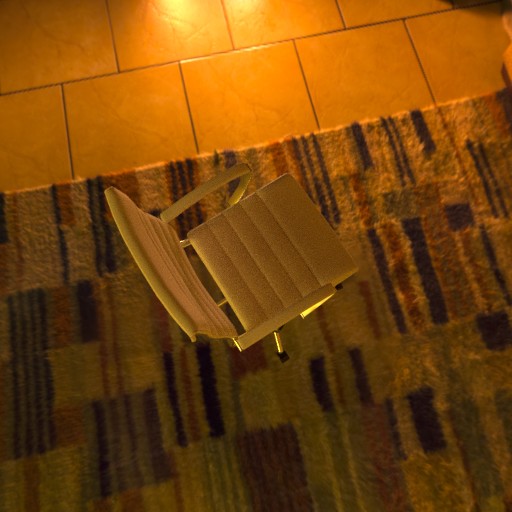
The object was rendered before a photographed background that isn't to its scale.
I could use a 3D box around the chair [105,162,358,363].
[{"bbox_3d":[0.000,0.000,1.668,0.739,1.149,0.766,-32,77,-8],"label":"chair"}]
